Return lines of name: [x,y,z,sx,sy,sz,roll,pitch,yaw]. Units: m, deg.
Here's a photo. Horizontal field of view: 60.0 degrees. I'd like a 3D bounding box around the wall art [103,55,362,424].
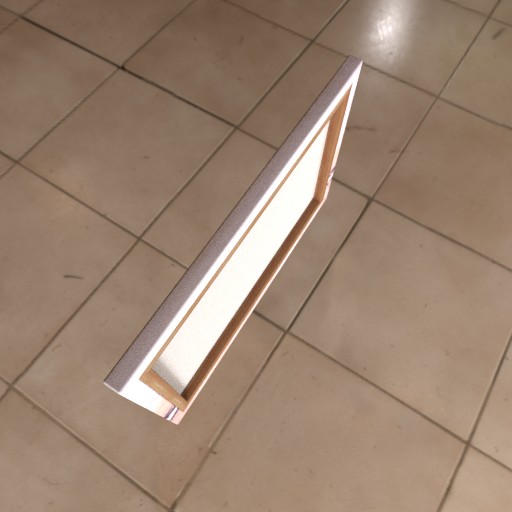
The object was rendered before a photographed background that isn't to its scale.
wall art: [0.000,0.000,1.178,0.038,0.609,0.913,29,68,13]
